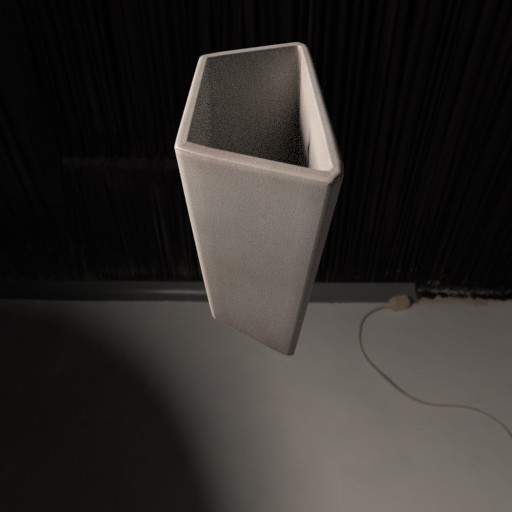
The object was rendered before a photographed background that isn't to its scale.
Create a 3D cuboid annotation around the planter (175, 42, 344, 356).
[{"bbox_3d":[0.000,0.000,0.265,0.060,0.197,0.150,0,42,0],"label":"planter"}]
